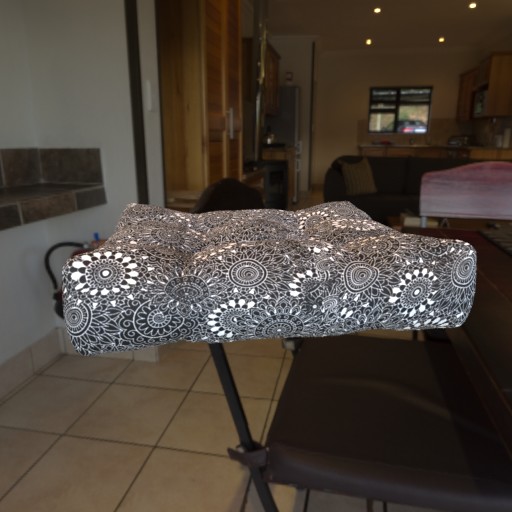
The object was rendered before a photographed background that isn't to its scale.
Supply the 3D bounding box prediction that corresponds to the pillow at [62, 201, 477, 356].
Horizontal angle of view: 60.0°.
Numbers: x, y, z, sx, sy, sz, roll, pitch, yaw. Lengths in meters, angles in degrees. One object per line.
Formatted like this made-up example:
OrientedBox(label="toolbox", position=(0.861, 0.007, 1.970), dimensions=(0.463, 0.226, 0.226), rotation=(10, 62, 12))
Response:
OrientedBox(label="pillow", position=(0.000, 0.000, 0.720), dimensions=(0.490, 0.128, 0.468), rotation=(-2, 15, -8))
